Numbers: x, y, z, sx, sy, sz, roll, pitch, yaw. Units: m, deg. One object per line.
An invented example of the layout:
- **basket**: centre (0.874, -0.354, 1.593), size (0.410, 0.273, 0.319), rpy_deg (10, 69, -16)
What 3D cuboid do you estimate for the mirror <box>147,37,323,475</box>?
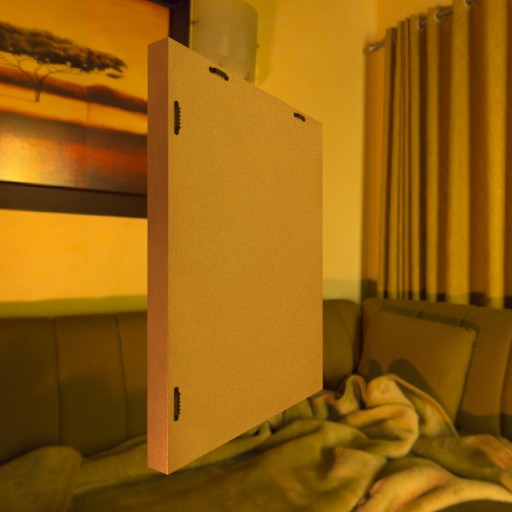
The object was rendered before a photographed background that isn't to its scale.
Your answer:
- **mirror**: centre (0.000, 0.000, 0.690), size (0.041, 0.509, 0.406), rpy_deg (0, 0, 34)
